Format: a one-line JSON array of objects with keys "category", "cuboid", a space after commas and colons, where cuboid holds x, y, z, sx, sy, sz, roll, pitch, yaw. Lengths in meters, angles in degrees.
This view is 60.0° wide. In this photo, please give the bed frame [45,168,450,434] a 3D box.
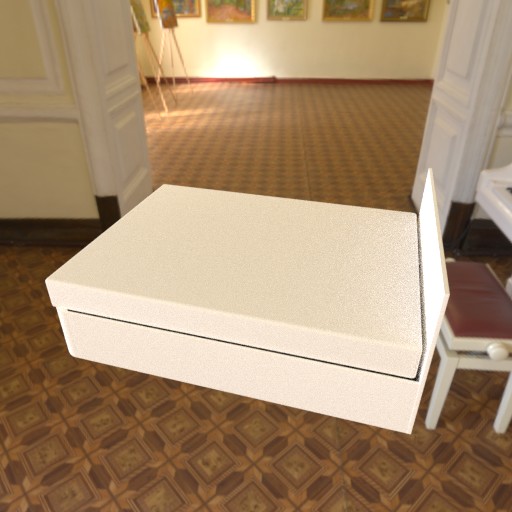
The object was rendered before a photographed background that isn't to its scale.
[{"category": "bed frame", "cuboid": [0.000, 0.000, 2.648, 1.900, 0.800, 1.400, 9, 32, 14]}]
